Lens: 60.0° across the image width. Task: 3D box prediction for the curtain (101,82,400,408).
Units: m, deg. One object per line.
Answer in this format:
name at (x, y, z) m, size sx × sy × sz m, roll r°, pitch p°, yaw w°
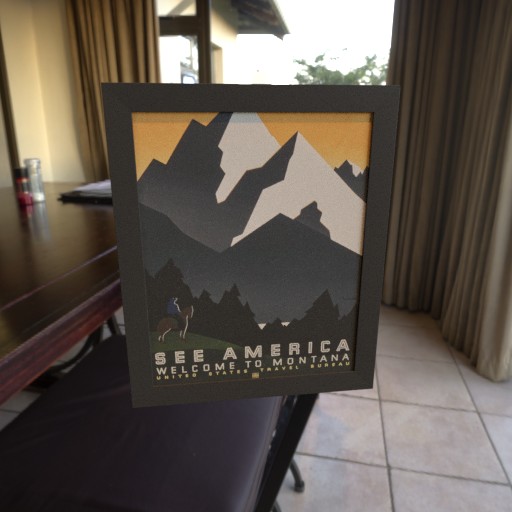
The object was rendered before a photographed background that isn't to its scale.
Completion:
curtain at (0.000, 0.000, 0.809) m, size 0.483 × 0.585 × 0.027 m, roll -2°, pitch 17°, yaw -7°
